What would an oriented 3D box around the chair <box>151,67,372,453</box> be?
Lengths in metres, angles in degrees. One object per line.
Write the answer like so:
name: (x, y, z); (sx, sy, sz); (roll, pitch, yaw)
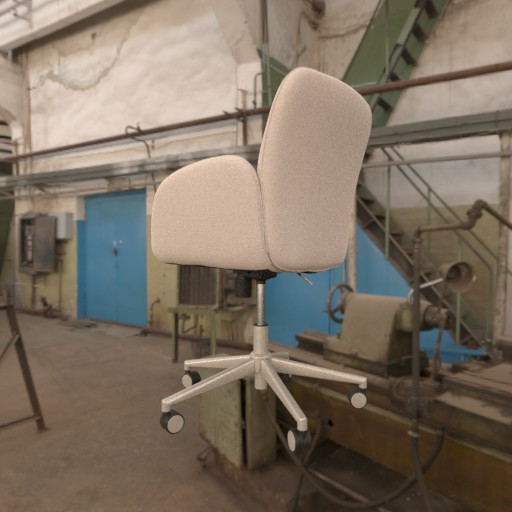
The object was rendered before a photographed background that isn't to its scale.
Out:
chair: (0.000, 0.000, 1.402); (0.633, 0.959, 0.648); (2, 3, 36)
